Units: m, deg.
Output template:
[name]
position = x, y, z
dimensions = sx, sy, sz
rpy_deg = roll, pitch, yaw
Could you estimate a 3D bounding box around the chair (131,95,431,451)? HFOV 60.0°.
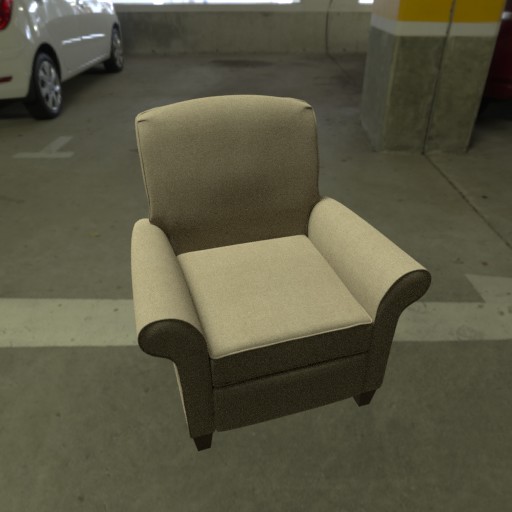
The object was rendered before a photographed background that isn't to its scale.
[chair]
position = 0.000, 0.000, 1.760
dimensions = 0.978, 1.061, 0.905
rpy_deg = -9, 33, -15
